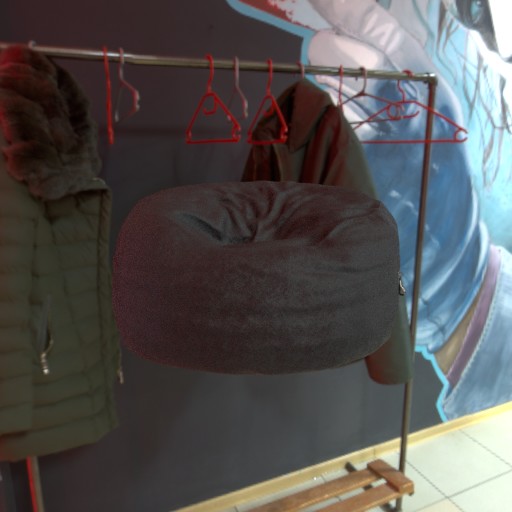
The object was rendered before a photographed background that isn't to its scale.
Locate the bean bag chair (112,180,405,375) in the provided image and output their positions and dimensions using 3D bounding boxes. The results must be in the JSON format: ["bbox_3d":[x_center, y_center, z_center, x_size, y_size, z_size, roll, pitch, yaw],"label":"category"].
[{"bbox_3d":[0.000,0.000,2.418,1.525,0.751,1.525,0,14,0],"label":"bean bag chair"}]
